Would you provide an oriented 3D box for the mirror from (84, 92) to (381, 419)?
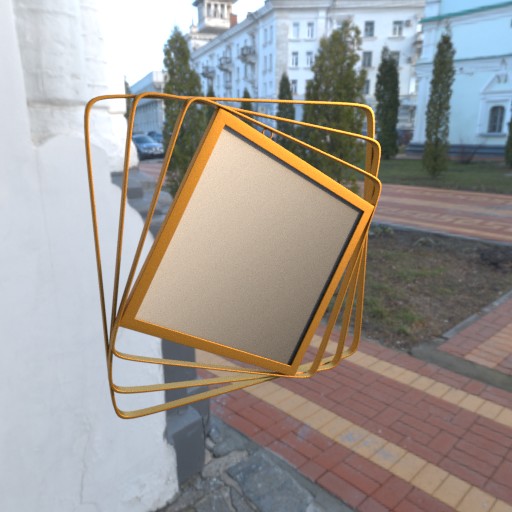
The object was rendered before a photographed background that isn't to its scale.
[{"bbox_3d":[0.000,0.000,0.691,0.470,0.468,0.045,-8,17,-27],"label":"mirror"}]
